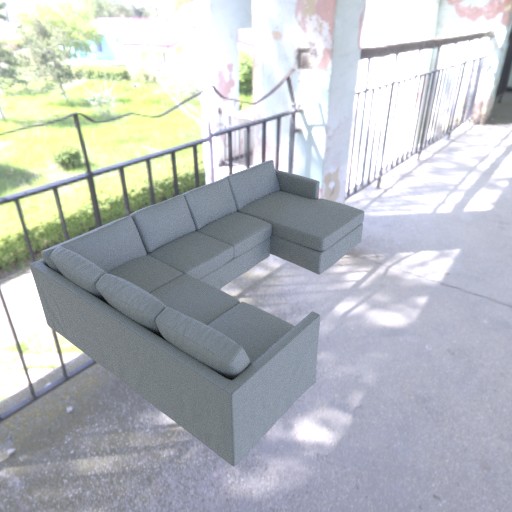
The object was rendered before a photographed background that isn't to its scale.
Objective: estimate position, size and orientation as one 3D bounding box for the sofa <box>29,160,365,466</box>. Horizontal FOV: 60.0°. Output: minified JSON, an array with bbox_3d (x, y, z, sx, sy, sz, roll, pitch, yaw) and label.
[{"bbox_3d":[0.000,0.000,4.568,2.427,0.882,3.460,22,36,33],"label":"sofa"}]
